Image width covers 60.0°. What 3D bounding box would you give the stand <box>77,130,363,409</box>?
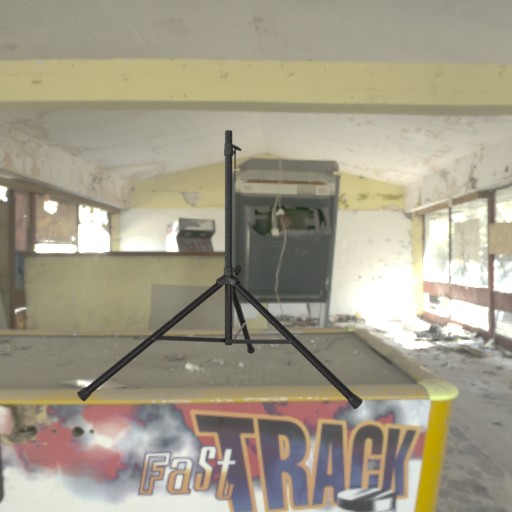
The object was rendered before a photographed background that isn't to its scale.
[{"bbox_3d":[0.000,0.000,2.679,1.339,1.595,1.596,0,-1,37],"label":"stand"}]
